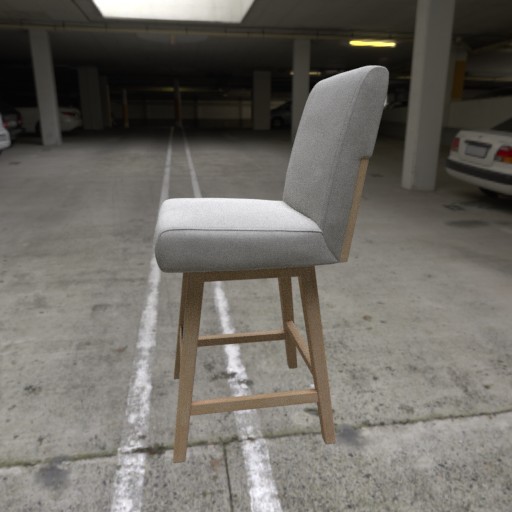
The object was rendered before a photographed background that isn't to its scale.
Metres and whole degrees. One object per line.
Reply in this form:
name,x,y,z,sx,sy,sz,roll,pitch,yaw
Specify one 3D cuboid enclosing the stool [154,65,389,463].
stool,0.000,0.000,1.401,0.606,1.085,0.507,-3,16,-10
